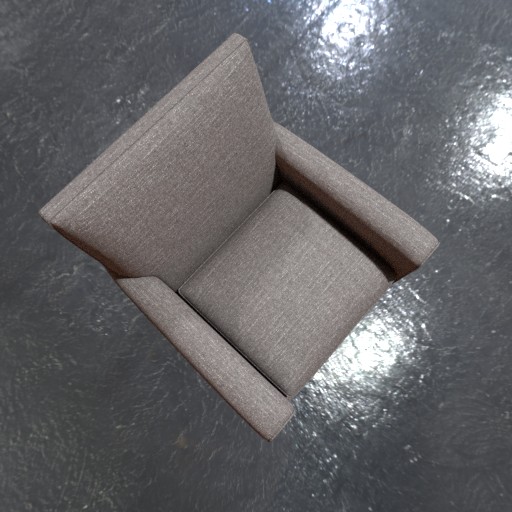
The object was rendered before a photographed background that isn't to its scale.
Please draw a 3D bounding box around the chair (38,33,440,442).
[{"bbox_3d":[0.000,0.000,1.581,0.875,0.885,0.838,42,80,9],"label":"chair"}]
